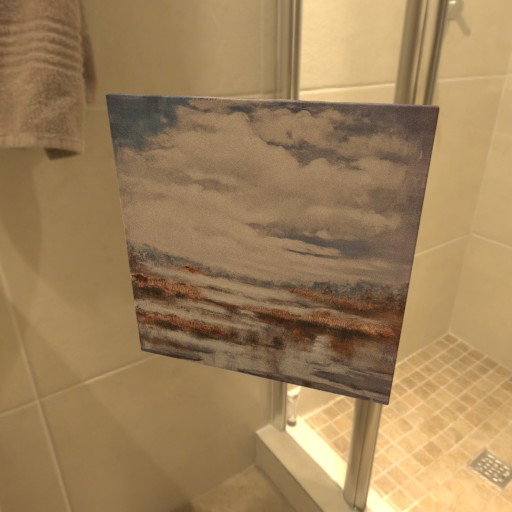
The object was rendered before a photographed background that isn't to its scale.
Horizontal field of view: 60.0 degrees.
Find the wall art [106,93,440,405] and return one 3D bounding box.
[{"bbox_3d":[0.000,0.000,1.338,0.888,0.897,0.035,8,27,16],"label":"wall art"}]
